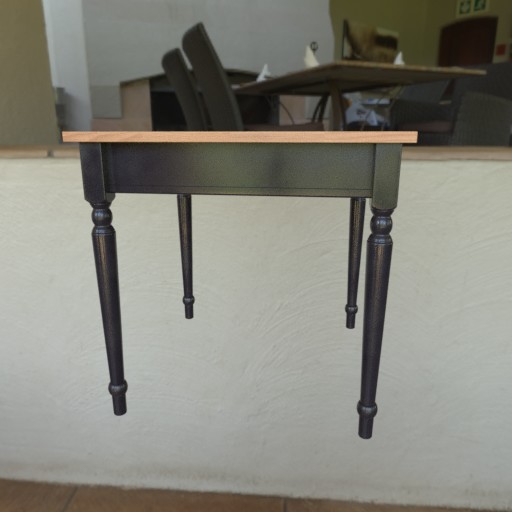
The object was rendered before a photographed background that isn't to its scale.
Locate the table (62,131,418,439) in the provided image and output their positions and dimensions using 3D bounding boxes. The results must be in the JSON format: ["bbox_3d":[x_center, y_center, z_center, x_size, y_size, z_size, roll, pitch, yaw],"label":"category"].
[{"bbox_3d":[0.000,0.000,1.369,0.747,0.738,0.747,2,16,8],"label":"table"}]
